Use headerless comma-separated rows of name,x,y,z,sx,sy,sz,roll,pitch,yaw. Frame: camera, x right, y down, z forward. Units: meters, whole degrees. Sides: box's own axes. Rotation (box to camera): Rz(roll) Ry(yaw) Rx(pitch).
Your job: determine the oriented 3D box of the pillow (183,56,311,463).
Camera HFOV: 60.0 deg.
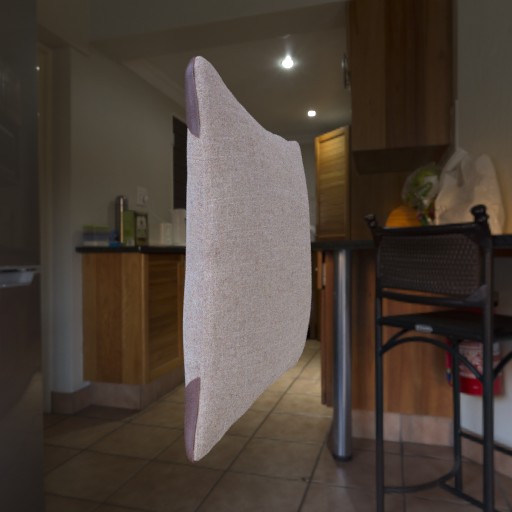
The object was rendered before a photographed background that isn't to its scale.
pillow,0.000,0.000,0.687,0.147,0.448,0.437,0,1,19
